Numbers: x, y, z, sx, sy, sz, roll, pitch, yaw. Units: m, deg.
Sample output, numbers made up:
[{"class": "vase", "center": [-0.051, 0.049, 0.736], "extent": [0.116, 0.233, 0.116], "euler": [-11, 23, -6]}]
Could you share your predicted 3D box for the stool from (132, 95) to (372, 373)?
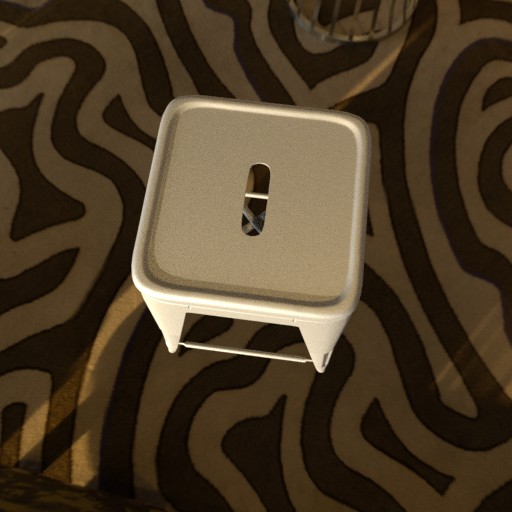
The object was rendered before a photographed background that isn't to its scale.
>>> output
[{"class": "stool", "center": [0.000, 0.000, 0.896], "extent": [0.406, 0.610, 0.406], "euler": [7, 75, 2]}]
